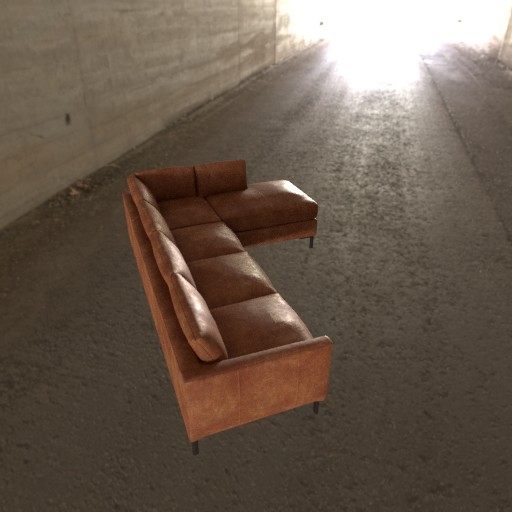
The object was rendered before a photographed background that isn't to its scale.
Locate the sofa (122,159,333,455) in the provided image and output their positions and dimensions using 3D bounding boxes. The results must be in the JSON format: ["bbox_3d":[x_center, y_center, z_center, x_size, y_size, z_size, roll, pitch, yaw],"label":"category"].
[{"bbox_3d":[0.000,0.000,3.915,1.938,0.877,2.984,-11,31,-18],"label":"sofa"}]
